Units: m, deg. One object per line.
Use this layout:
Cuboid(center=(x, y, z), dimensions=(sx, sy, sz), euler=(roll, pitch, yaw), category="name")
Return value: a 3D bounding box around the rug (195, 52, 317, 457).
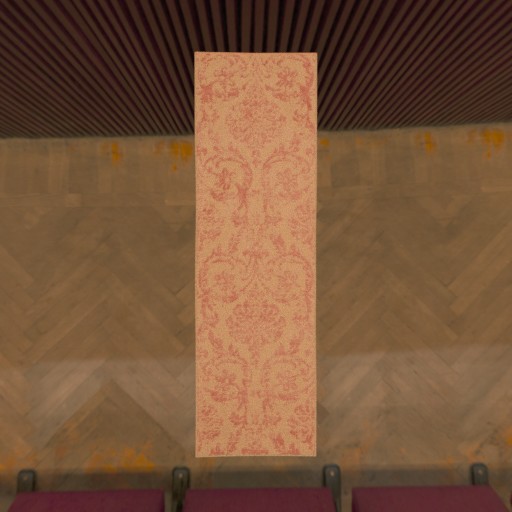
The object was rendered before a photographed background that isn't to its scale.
Cuboid(center=(0.000, 0.000, 2.406), dimensions=(0.662, 0.011, 2.196), euler=(0, 91, -1), category="rug")
